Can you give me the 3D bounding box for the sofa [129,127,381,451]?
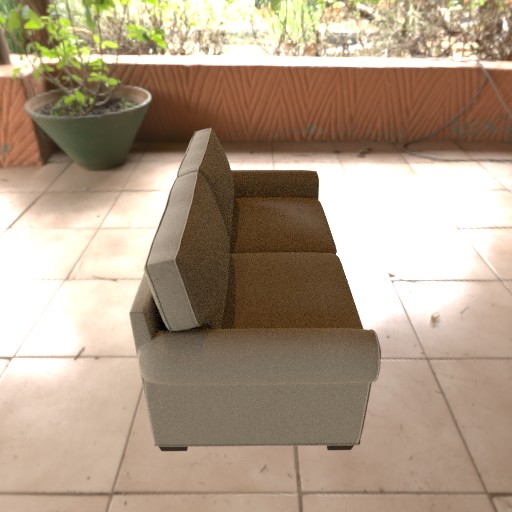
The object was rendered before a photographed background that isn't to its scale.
[{"bbox_3d":[0.000,0.000,2.287,0.861,0.933,1.774,0,31,-1],"label":"sofa"}]
